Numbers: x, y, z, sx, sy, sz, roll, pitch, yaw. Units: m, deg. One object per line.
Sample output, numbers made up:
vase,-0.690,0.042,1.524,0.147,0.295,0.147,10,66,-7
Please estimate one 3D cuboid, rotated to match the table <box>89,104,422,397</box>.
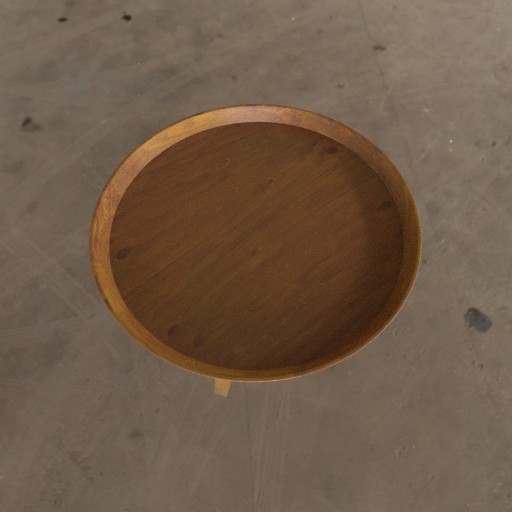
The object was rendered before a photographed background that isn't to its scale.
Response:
table,0.000,0.000,1.548,1.016,0.470,1.016,0,58,0
